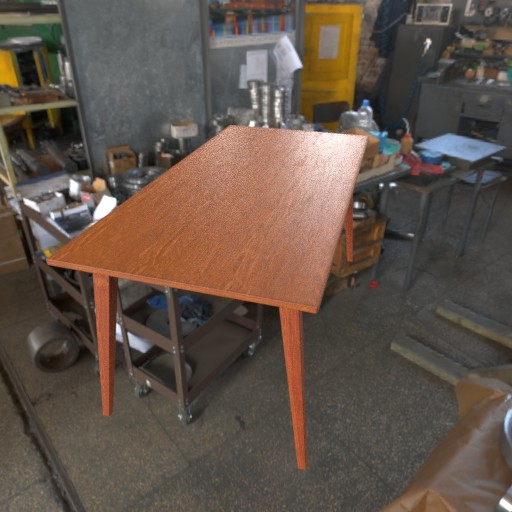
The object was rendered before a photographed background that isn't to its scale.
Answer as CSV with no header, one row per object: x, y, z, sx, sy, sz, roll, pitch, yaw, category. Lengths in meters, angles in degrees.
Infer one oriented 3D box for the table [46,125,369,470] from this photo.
0.000,0.000,2.058,0.811,0.755,1.609,9,32,14,table
